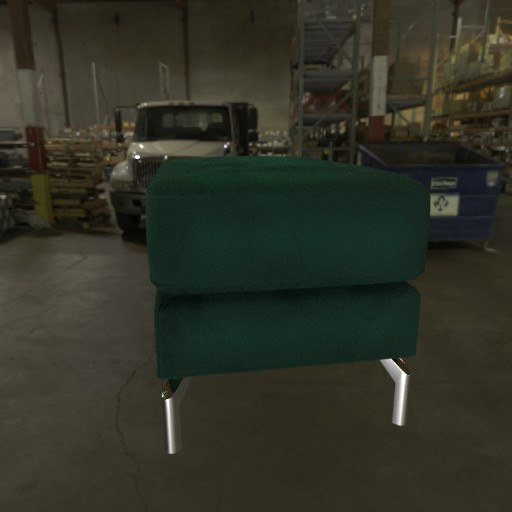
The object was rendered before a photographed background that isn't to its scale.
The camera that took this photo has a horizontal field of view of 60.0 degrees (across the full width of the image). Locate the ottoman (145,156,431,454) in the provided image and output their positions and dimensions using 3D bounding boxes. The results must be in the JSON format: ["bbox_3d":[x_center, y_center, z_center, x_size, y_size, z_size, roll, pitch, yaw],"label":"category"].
[{"bbox_3d":[0.000,0.000,1.235,0.536,0.533,0.886,-3,15,-10],"label":"ottoman"}]
